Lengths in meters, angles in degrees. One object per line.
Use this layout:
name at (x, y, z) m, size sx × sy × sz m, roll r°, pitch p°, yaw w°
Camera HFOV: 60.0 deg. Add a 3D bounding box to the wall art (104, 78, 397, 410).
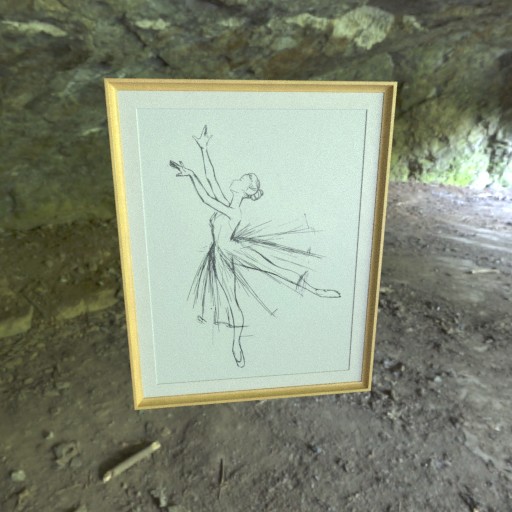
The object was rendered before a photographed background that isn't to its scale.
wall art at (0.000, 0.000, 1.356) m, size 0.798 × 1.002 × 0.030 m, roll -2°, pitch 17°, yaw -7°
